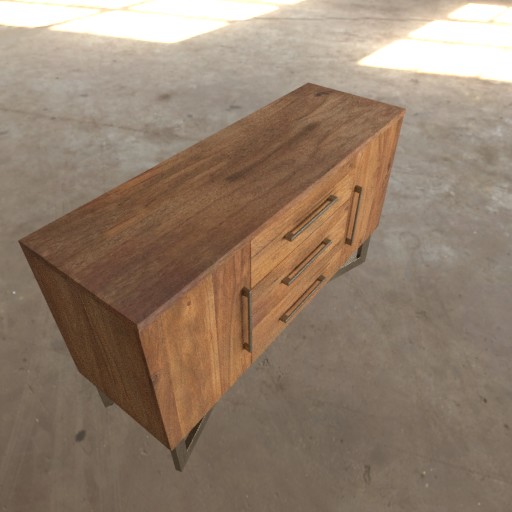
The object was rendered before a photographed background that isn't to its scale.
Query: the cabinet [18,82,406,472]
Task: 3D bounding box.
[{"bbox_3d":[0.000,0.000,1.699,0.480,0.812,1.373,27,48,27],"label":"cabinet"}]
